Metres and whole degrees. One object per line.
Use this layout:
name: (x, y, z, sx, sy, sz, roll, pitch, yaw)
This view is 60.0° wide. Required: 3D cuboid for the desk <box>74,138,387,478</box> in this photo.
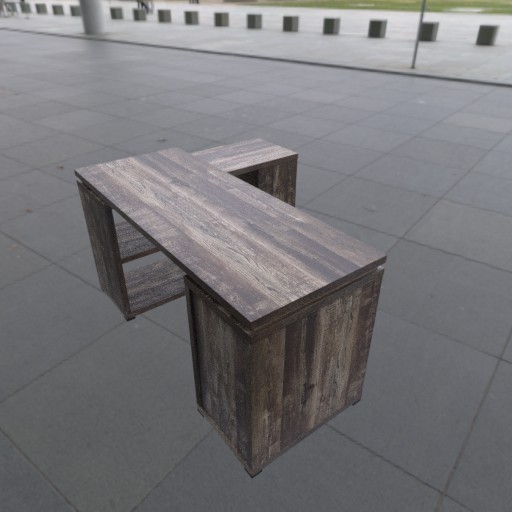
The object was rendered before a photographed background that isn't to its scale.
desk: (0.000, 0.000, 2.276, 1.200, 0.753, 1.524, -22, 38, -31)
